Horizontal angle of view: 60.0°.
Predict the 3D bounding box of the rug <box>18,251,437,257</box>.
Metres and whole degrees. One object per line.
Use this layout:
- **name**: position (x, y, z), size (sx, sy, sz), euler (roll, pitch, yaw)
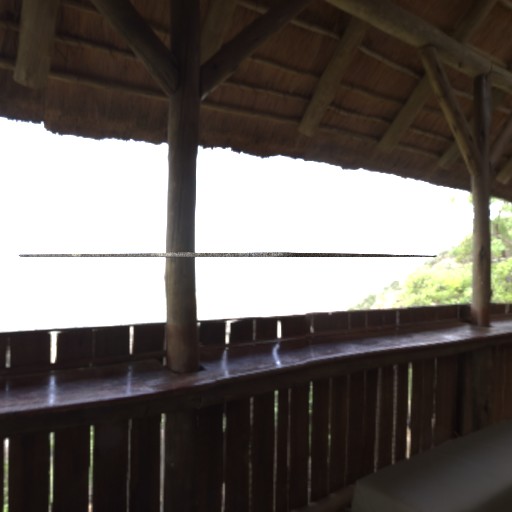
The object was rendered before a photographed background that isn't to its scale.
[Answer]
- **rug**: position (0.000, 0.000, 3.942), size (2.399, 0.026, 3.000), euler (0, 0, 35)
